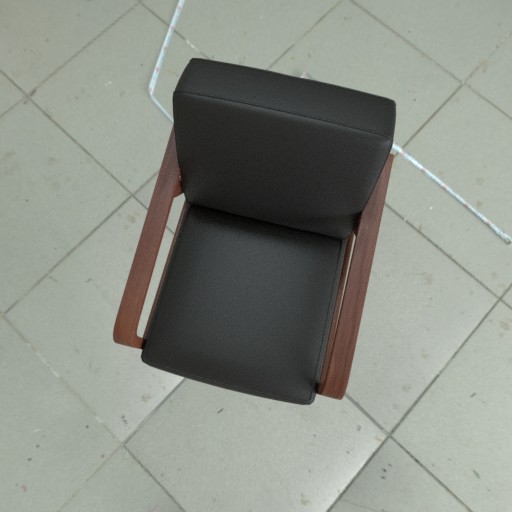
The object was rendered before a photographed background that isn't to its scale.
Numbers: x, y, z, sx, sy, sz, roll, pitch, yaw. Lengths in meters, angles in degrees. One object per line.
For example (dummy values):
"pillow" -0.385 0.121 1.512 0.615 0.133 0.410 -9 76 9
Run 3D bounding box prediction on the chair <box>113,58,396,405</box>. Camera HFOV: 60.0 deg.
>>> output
"chair" 0.000 0.000 1.491 0.719 0.861 0.889 13 76 3
